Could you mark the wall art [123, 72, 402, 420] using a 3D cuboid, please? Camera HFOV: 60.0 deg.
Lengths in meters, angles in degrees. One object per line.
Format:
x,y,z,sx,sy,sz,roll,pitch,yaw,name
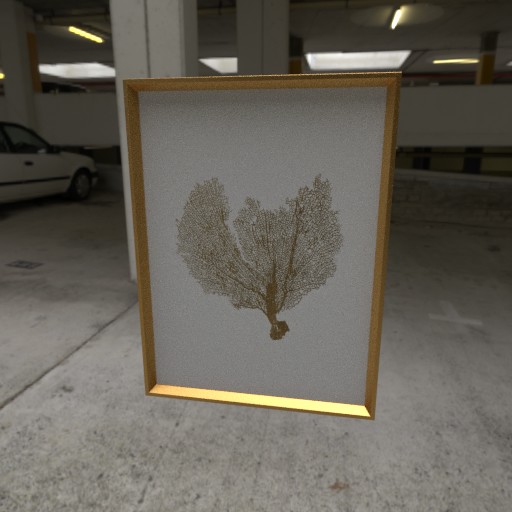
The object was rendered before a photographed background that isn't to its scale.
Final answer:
0.000,0.000,1.075,0.610,0.812,0.038,3,15,10,wall art
